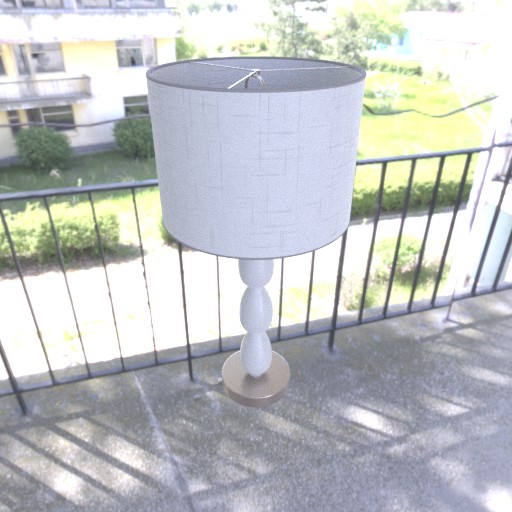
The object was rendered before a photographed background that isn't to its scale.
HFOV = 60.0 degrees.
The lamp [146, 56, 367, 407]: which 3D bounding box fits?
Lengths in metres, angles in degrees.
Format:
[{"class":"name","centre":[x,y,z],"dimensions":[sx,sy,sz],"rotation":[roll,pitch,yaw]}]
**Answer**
[{"class":"lamp","centre":[0.000,0.000,0.714],"dimensions":[0.280,0.559,0.282],"rotation":[-9,32,-15]}]
